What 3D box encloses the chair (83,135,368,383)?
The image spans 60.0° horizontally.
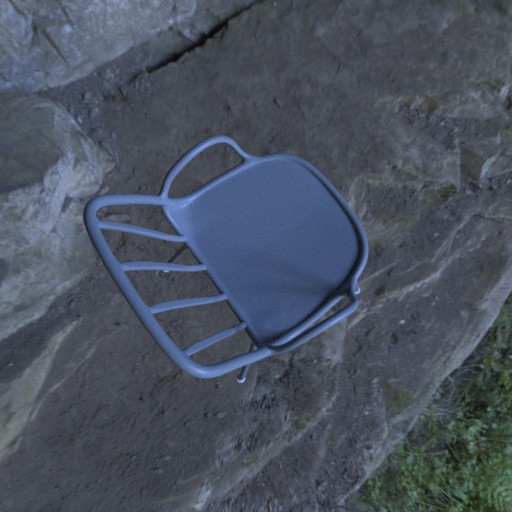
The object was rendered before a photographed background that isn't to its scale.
[{"bbox_3d":[0.000,0.000,1.230,0.597,0.816,0.549,-35,78,-8],"label":"chair"}]
